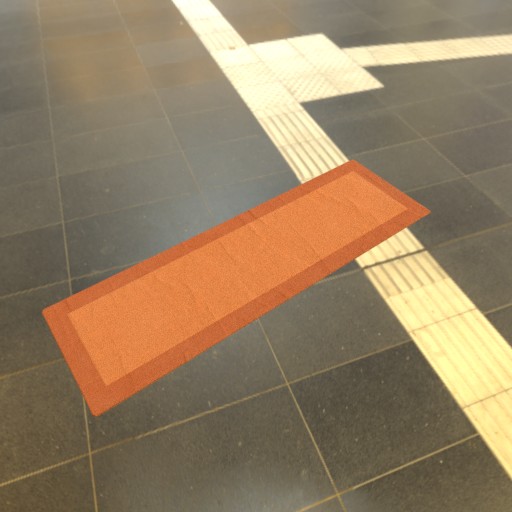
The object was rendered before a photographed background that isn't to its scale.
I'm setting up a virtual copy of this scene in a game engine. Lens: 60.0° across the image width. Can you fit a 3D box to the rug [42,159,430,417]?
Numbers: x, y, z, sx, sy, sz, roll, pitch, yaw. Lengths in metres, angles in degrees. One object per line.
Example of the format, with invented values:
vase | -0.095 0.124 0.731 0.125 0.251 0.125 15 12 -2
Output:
rug | 0.000 0.000 2.756 2.471 0.013 0.914 -32 55 -26
